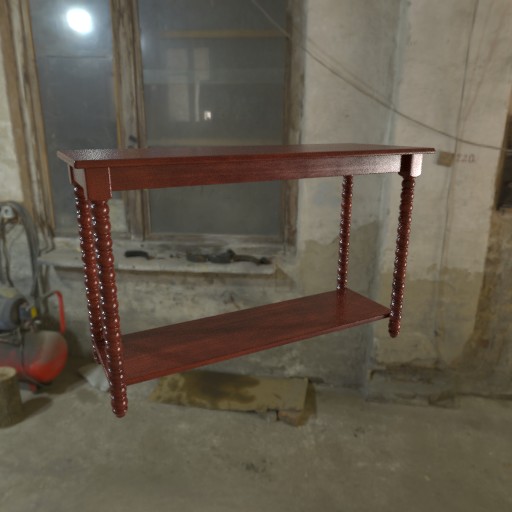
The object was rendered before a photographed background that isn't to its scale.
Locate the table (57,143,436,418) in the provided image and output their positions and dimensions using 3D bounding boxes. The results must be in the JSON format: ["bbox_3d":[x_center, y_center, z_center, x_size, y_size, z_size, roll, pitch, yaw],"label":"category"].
[{"bbox_3d":[0.000,0.000,1.574,1.184,0.740,0.459,-9,19,-27],"label":"table"}]
